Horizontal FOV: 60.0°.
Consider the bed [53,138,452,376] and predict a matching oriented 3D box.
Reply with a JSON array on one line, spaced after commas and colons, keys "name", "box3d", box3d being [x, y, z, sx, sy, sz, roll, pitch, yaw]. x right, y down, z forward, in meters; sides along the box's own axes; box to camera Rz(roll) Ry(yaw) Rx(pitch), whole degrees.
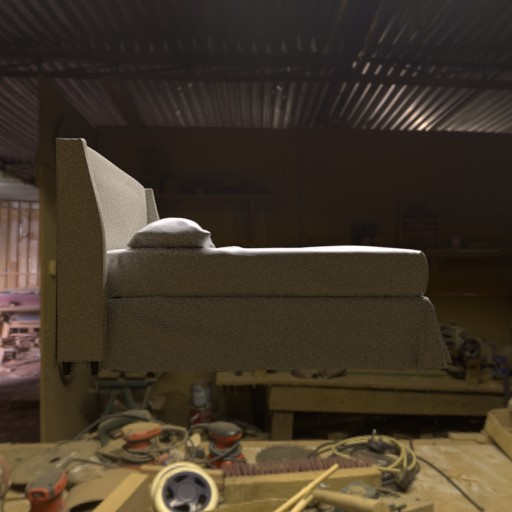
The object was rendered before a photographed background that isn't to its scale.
[{"name": "bed", "box3d": [0.000, 0.000, 3.393, 2.276, 1.332, 1.925, 0, 0, -1]}]
